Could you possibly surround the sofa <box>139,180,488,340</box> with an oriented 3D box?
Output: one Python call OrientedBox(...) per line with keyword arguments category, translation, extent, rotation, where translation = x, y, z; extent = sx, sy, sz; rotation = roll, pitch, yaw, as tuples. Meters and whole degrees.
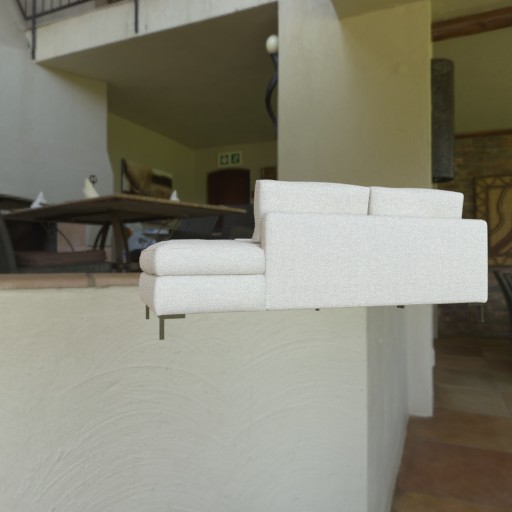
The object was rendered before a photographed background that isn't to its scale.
OrientedBox(category="sofa", translation=(0.000, 0.000, 3.733), extent=(2.007, 0.815, 2.949), rotation=(0, -1, -19))
